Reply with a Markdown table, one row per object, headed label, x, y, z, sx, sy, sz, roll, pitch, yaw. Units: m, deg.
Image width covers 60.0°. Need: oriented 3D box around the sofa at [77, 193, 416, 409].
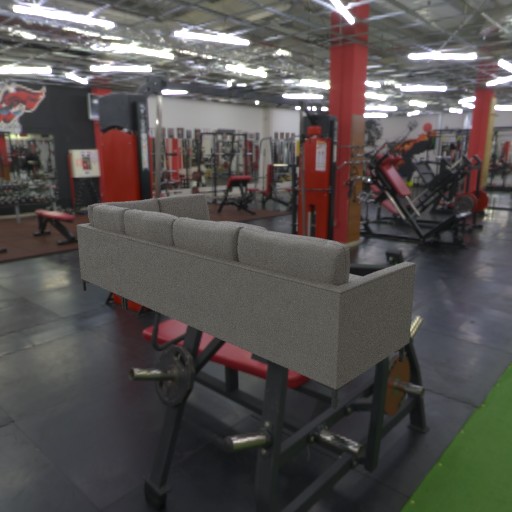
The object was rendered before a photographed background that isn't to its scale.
| label | x | y | z | sx | sy | sz | roll | pitch | yaw |
| --- | --- | --- | --- | --- | --- | --- | --- | --- | --- |
| sofa | 0.000 | 0.000 | 4.322 | 3.331 | 0.964 | 2.077 | 13 | 18 | 43 |
